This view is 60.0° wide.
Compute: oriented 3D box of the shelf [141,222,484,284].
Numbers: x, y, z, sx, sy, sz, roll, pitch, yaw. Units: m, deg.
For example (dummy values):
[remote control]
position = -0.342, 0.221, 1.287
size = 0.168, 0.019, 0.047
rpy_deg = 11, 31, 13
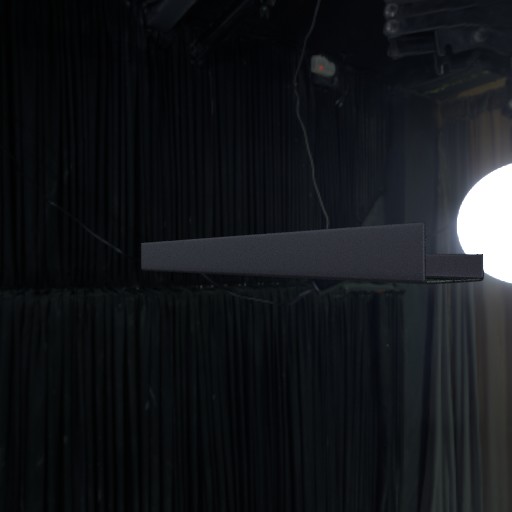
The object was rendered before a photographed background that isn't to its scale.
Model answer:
[shelf]
position = 0.000, 0.000, 0.641
size = 0.102, 0.053, 0.605
rpy_deg = 0, -1, -37
